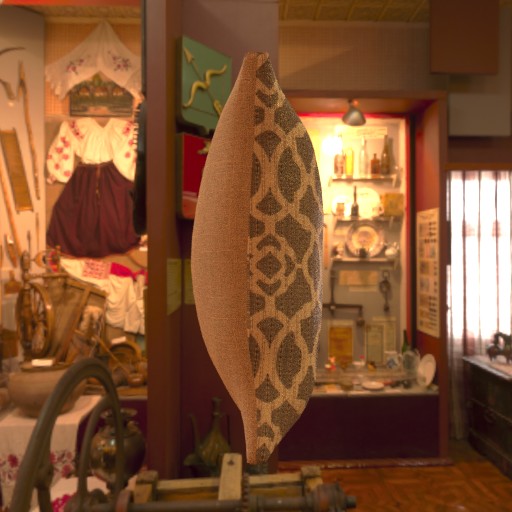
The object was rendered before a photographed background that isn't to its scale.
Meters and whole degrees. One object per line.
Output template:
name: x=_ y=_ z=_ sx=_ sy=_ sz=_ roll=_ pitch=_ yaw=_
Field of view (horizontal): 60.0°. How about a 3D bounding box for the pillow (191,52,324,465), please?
pillow: x=0.000 y=0.000 z=0.777 sx=0.215 sy=0.498 sz=0.508 roll=0 pitch=0 yaw=0
